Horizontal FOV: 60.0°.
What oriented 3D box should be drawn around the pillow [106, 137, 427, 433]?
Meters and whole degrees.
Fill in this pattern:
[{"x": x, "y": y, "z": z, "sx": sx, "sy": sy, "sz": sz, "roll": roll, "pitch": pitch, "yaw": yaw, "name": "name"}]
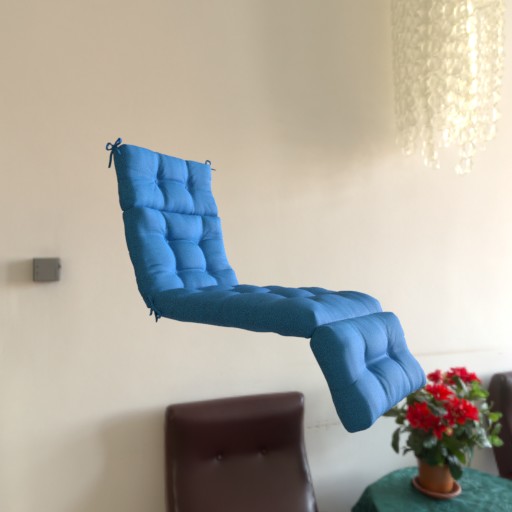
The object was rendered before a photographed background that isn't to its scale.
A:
[{"x": 0.000, "y": 0.000, "z": 1.522, "sx": 1.016, "sy": 0.863, "sz": 0.526, "roll": -1, "pitch": -1, "yaw": 36, "name": "pillow"}]
